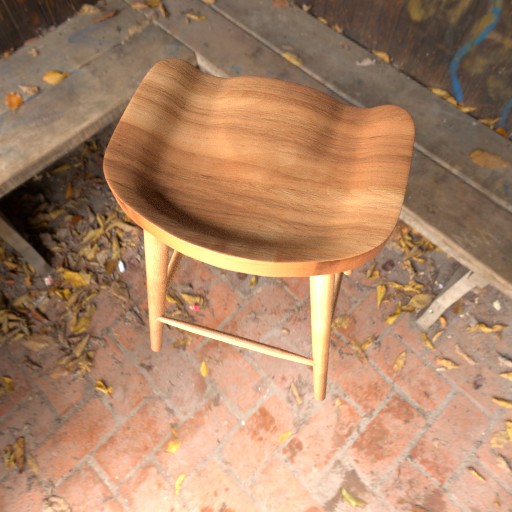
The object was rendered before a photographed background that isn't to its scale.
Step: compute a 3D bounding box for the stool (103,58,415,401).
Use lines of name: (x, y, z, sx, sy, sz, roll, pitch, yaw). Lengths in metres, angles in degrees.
stool: (0.000, 0.000, 0.866, 0.440, 0.615, 0.361, 15, 65, 7)
